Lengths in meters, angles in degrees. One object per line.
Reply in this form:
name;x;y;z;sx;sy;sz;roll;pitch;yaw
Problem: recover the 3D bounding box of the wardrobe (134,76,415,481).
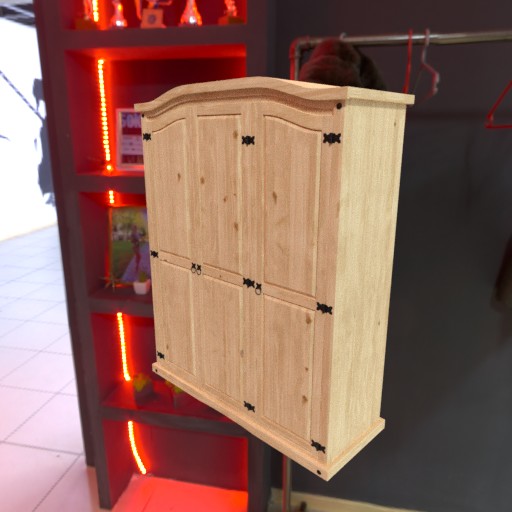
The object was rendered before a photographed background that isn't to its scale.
wardrobe;0.000;0.000;2.593;1.500;1.870;0.570;14;21;42
